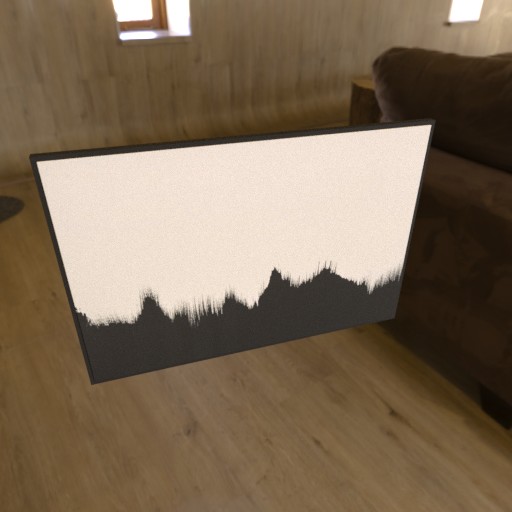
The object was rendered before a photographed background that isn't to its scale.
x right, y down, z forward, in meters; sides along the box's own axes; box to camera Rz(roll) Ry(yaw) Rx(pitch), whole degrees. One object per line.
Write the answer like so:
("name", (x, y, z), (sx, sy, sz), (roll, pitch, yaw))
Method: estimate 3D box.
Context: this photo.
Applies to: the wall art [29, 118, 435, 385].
("wall art", (0.000, 0.000, 1.471), (1.190, 0.805, 0.028), (-9, 32, -15))
